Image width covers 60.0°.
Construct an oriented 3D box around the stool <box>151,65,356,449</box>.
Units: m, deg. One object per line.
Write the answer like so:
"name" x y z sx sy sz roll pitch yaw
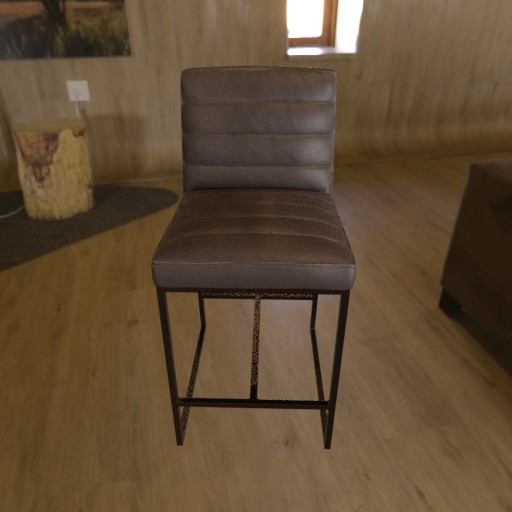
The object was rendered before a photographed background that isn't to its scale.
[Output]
"stool" 0.000 0.000 1.261 0.463 0.946 0.562 1 29 1
